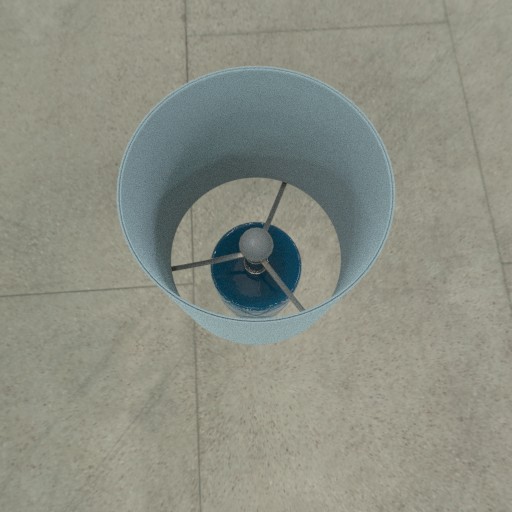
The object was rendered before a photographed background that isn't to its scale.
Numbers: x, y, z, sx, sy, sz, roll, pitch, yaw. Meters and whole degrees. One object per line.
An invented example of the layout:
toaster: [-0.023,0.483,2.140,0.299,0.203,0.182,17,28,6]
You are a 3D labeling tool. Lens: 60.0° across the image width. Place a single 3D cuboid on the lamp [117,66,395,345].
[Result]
lamp: [0.000,0.000,0.489,0.193,0.377,0.193,-38,78,-10]
